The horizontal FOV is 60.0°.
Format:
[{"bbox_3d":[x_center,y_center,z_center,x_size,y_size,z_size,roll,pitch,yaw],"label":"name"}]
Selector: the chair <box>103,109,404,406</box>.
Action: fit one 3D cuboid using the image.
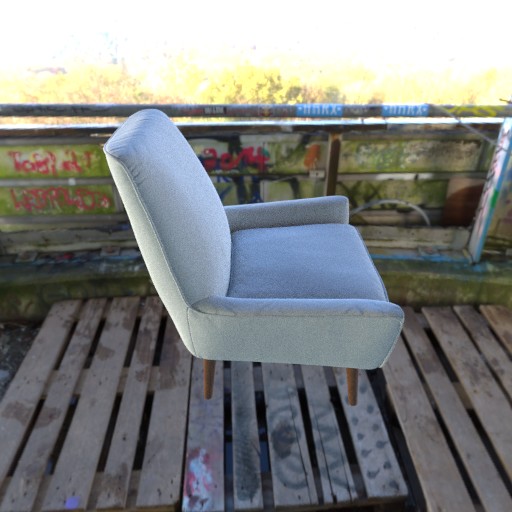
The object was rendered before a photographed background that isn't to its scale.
[{"bbox_3d":[0.000,0.000,1.510,0.822,0.888,0.787,-1,32,-1],"label":"chair"}]
